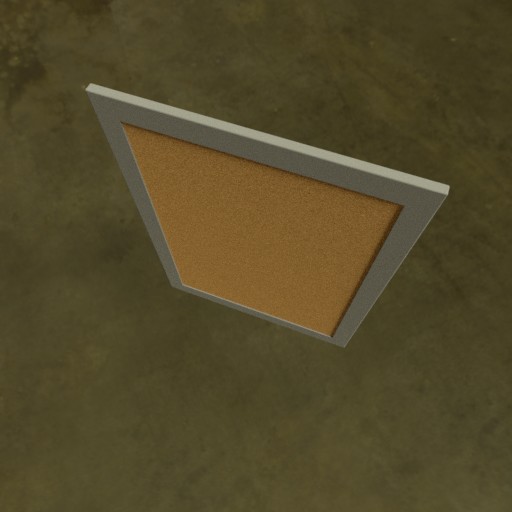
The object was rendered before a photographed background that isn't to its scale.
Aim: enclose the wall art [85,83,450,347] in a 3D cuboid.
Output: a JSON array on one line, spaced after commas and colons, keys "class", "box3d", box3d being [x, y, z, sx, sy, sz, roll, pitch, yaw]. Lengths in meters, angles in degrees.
[{"class": "wall art", "box3d": [0.000, 0.000, 0.668, 0.374, 0.529, 0.012, 18, 65, 9]}]
